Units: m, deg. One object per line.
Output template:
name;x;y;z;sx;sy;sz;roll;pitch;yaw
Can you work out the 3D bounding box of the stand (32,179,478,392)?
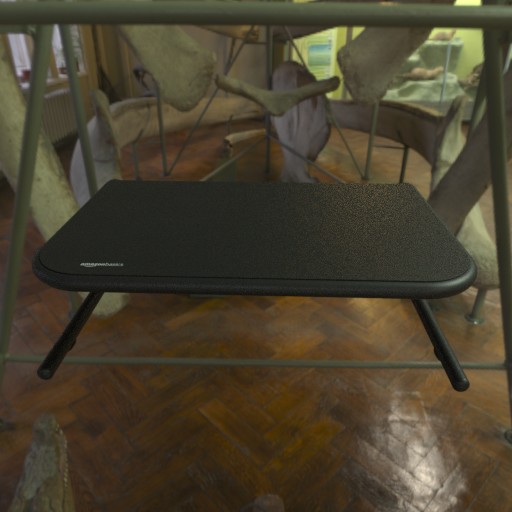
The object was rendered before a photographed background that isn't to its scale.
stand;0.000;0.000;0.476;0.370;0.108;0.280;1;29;2
